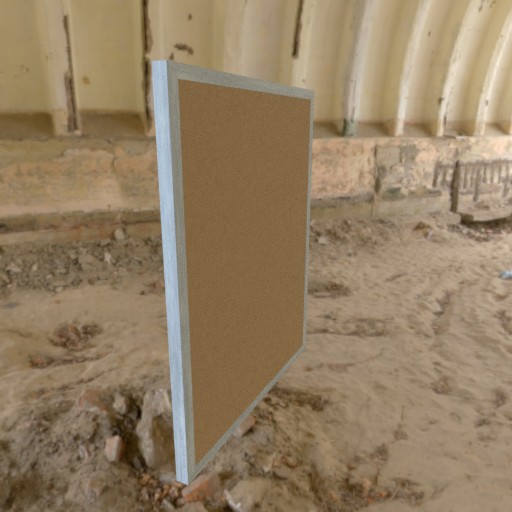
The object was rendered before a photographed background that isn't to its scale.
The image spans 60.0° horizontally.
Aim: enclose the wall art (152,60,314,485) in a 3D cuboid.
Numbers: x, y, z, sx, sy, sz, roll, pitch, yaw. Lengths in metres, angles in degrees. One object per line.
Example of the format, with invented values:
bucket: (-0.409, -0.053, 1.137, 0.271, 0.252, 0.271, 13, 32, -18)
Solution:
wall art: (0.000, 0.000, 0.785, 0.022, 0.582, 0.479, 8, 18, 26)
